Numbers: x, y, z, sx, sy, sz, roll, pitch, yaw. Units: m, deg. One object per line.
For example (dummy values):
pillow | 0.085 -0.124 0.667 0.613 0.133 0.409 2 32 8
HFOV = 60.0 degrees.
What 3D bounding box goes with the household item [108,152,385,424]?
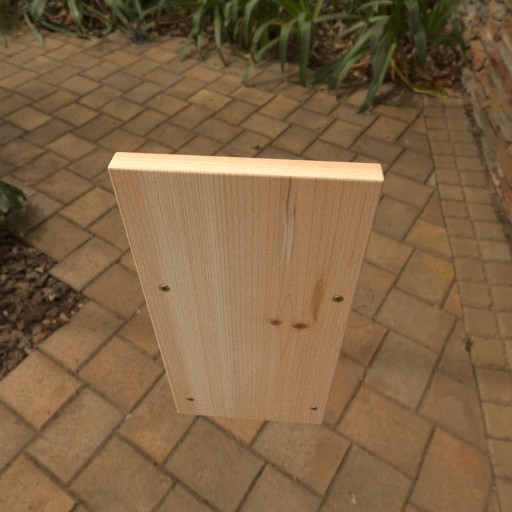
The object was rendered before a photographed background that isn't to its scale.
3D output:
household item | 0.000 0.000 0.399 0.149 0.300 0.171 3 46 3
